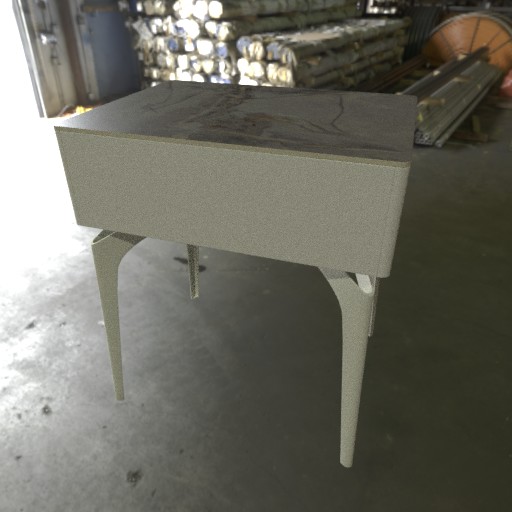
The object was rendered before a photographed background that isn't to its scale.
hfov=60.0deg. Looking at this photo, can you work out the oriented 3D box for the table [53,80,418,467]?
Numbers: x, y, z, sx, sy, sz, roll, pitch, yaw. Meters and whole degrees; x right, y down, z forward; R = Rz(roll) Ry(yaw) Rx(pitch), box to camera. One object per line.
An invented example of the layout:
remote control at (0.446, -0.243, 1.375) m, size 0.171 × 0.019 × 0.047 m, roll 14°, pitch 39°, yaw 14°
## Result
table at (0.000, 0.000, 0.876) m, size 0.500 × 0.570 × 0.400 m, roll 10°, pitch 33°, yaw 16°
